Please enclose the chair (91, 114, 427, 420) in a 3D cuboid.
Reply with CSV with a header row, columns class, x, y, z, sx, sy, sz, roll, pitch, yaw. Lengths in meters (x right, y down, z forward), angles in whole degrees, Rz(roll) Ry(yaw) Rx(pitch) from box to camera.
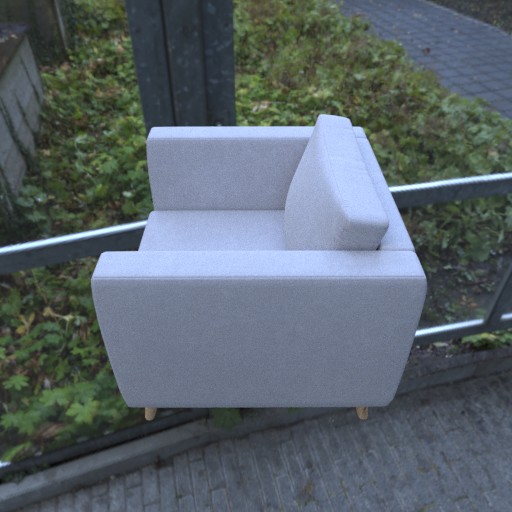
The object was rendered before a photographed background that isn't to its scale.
class,x,y,z,sx,sy,sz,roll,pitch,yaw
chair,0.000,0.000,1.720,0.930,0.860,1.000,0,41,0
